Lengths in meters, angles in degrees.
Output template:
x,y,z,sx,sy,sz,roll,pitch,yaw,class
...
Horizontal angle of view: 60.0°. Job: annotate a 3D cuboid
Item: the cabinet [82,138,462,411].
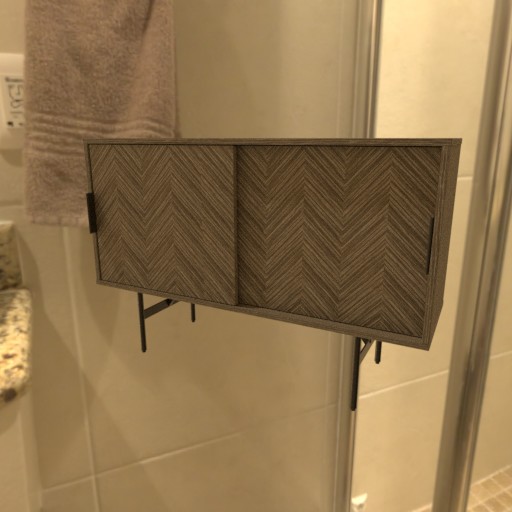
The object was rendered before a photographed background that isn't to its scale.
x,y,z,sx,sy,sz,roll,pitch,yaw,class
0.000,0.000,1.531,1.194,0.787,0.405,8,17,27,cabinet
